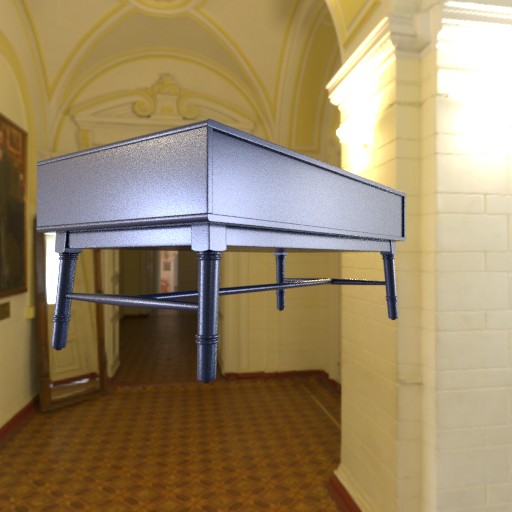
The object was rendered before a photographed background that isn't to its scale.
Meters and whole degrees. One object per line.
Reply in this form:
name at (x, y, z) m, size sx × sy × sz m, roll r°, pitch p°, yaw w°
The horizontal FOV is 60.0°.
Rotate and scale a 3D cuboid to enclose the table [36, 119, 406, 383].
table at (0.000, 0.000, 1.340) m, size 0.572 × 0.457 × 1.067 m, roll 0°, pitch 0°, yaw 36°
